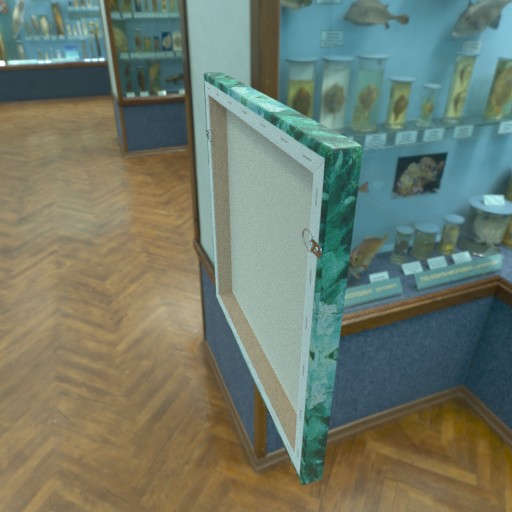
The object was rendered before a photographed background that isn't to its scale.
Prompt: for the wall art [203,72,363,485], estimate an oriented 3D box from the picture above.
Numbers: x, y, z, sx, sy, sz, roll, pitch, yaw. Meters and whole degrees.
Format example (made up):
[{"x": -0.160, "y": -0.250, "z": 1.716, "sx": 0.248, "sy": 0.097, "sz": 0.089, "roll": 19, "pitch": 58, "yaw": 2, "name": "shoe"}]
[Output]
[{"x": 0.000, "y": 0.000, "z": 0.739, "sx": 0.038, "sy": 0.508, "sz": 0.507, "roll": -10, "pitch": 32, "yaw": -16, "name": "wall art"}]
